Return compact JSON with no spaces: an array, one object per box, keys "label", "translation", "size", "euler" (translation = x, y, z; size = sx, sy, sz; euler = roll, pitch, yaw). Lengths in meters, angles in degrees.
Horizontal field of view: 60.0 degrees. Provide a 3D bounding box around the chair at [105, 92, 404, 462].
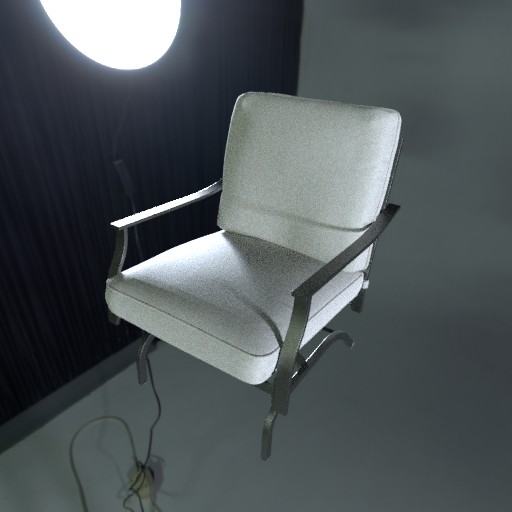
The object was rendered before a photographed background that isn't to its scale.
[{"label":"chair","translation":[0.000,0.000,1.390],"size":[0.650,0.860,0.787],"euler":[19,35,30]}]
